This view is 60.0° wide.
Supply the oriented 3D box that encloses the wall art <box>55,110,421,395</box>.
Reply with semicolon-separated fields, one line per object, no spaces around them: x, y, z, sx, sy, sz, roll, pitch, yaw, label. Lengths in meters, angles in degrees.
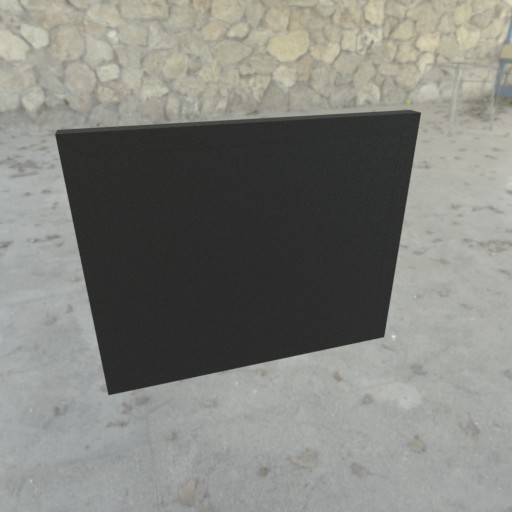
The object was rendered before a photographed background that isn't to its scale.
0.000;0.000;0.768;0.558;0.457;0.029;-8;28;-15;wall art
